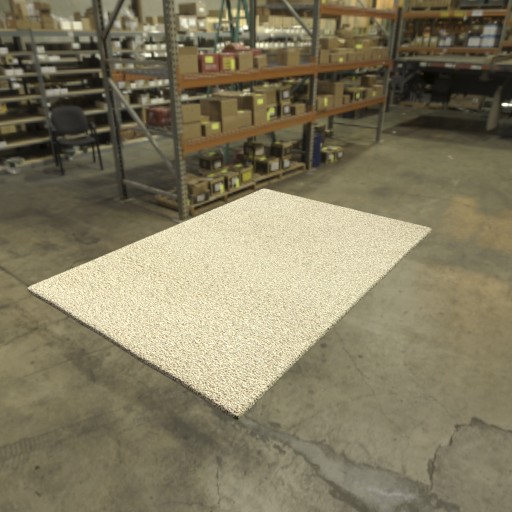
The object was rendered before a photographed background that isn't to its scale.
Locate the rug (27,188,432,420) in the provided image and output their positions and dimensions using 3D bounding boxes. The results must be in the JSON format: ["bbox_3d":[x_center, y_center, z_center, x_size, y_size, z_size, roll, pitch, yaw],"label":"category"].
[{"bbox_3d":[0.000,0.000,2.273,1.219,0.030,1.778,19,32,33],"label":"rug"}]
